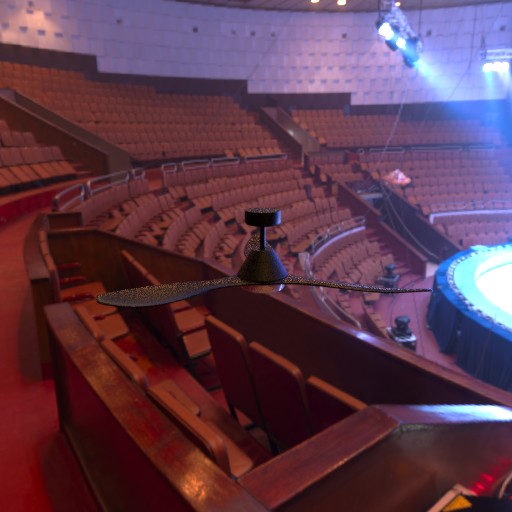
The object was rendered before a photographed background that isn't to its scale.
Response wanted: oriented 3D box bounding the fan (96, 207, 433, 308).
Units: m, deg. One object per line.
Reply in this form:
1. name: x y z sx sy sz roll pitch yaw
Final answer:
1. fan: 0.000 0.000 1.618 1.067 0.305 1.067 13 19 43
